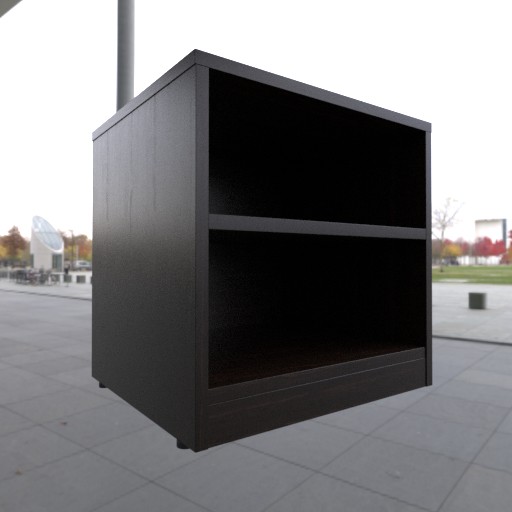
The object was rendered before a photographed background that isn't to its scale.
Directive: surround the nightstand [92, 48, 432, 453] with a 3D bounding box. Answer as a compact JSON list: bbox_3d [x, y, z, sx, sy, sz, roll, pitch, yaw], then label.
[{"bbox_3d":[0.000,0.000,0.840,0.489,0.487,0.427,0,-1,-36],"label":"nightstand"}]
